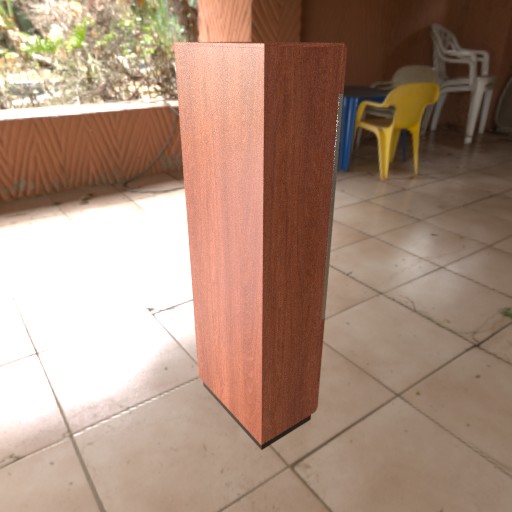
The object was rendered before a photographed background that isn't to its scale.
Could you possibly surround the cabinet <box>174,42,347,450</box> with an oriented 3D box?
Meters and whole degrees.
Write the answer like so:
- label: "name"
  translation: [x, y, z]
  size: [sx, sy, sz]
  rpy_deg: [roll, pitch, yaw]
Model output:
- label: "cabinet"
  translation: [0.000, 0.000, 2.282]
  size: [0.420, 1.980, 0.660]
  rpy_deg: [-18, 32, -32]
